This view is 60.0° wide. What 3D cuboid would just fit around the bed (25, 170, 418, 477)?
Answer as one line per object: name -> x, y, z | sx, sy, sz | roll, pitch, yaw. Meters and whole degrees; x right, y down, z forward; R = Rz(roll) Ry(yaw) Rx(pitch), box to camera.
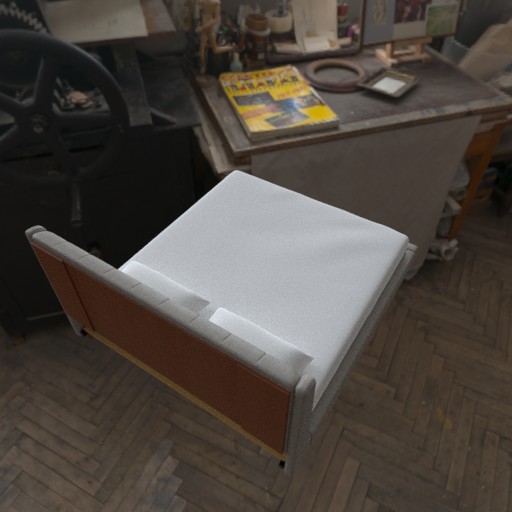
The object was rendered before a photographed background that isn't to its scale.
bed -> 0.000, 0.000, 3.572 | 2.062, 1.289, 2.342 | 25, 51, 22
